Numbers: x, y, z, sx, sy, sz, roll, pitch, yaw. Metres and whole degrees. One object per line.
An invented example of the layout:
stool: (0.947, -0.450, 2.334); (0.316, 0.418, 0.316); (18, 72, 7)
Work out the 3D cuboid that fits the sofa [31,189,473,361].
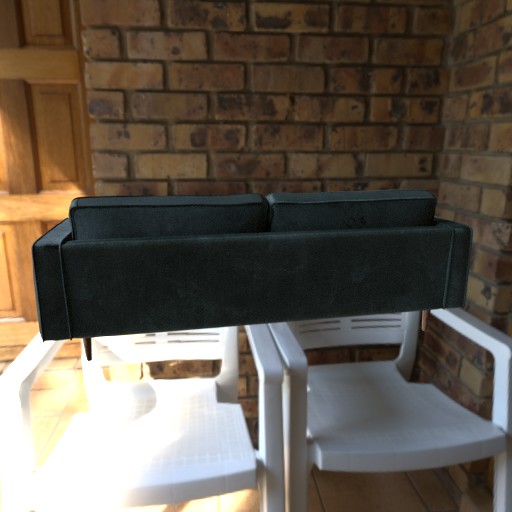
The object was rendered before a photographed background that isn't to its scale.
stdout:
sofa: (0.000, 0.000, 2.578); (2.214, 0.781, 0.886); (-3, 14, -11)
